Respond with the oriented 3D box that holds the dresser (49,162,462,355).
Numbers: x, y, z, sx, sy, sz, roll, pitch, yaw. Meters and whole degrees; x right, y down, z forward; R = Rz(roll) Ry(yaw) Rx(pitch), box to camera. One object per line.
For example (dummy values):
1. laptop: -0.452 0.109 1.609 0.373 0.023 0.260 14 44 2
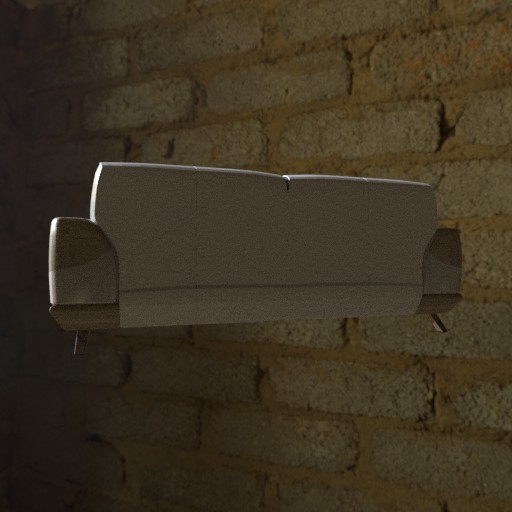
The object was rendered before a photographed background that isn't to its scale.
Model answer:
1. dresser: 0.000 0.000 5.766 4.679 1.863 2.251 0 -1 -18
